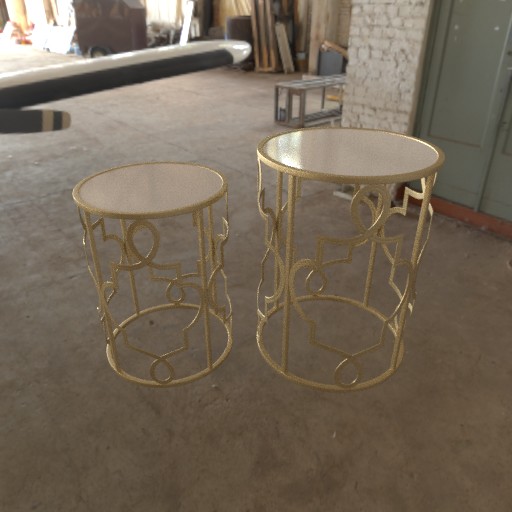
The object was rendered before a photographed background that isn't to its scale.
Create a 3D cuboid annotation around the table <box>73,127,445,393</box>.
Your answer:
[{"bbox_3d":[0.000,0.000,1.155,0.846,0.564,0.420,-1,29,-2],"label":"table"}]
